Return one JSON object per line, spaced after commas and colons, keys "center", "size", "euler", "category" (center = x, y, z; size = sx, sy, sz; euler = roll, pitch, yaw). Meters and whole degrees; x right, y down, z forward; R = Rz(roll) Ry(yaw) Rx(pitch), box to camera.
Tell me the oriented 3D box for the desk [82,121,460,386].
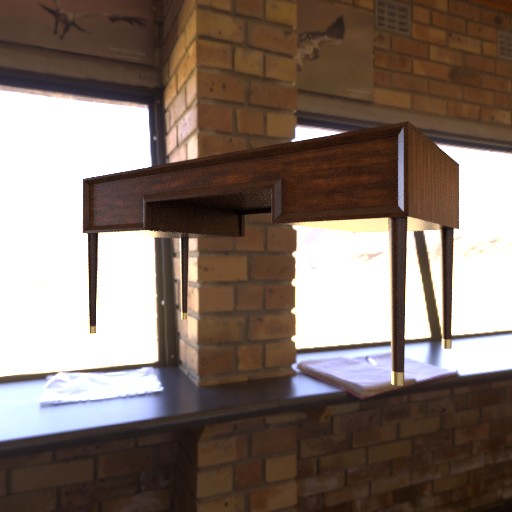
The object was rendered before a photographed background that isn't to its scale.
{"center": [0.000, 0.000, 2.008], "size": [1.575, 0.762, 0.724], "euler": [0, 0, 35], "category": "desk"}
